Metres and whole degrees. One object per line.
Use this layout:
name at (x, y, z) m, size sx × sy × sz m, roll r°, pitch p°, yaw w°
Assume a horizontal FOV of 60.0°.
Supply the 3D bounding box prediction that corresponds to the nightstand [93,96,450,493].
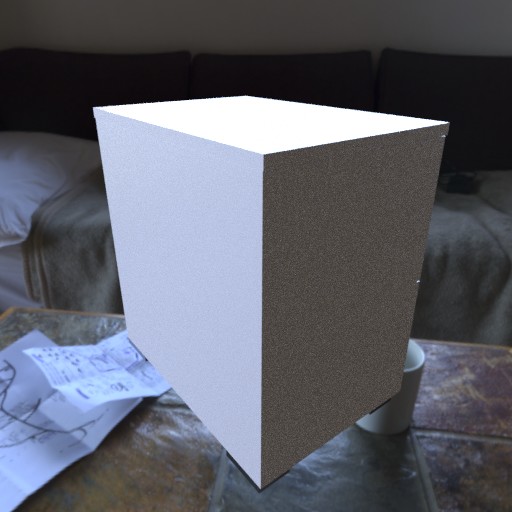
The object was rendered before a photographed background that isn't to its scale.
nightstand at (0.000, 0.000, 0.747) m, size 0.325 × 0.460 × 0.441 m, roll -18°, pitch 31°, yaw -34°
